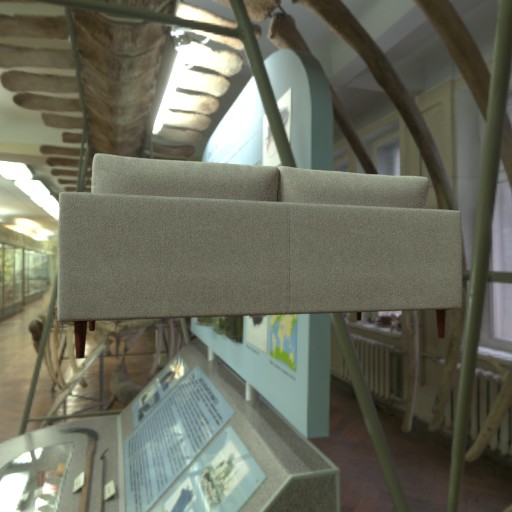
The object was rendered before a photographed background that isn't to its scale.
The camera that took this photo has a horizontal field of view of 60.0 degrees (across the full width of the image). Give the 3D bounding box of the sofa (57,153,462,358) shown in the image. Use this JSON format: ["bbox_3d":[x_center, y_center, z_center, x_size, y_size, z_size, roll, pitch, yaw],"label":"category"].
[{"bbox_3d":[0.000,0.000,2.485,1.948,0.868,1.020,1,-2,-17],"label":"sofa"}]
